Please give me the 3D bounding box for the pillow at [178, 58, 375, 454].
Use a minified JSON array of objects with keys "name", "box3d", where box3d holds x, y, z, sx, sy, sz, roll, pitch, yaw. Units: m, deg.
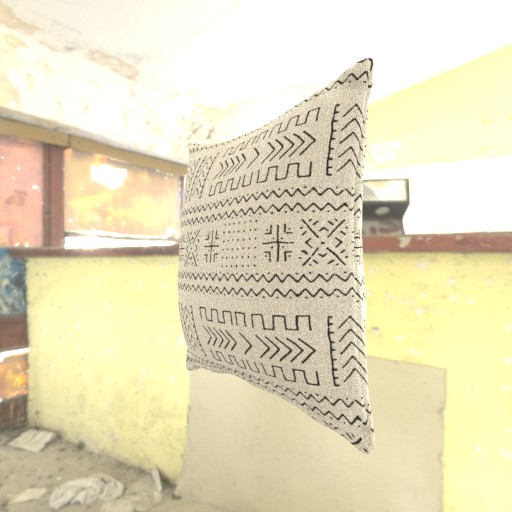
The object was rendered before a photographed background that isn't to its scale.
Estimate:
[{"name":"pillow","box3d":[0.000,0.000,0.654,0.164,0.430,0.438,0,-1,-35]}]
